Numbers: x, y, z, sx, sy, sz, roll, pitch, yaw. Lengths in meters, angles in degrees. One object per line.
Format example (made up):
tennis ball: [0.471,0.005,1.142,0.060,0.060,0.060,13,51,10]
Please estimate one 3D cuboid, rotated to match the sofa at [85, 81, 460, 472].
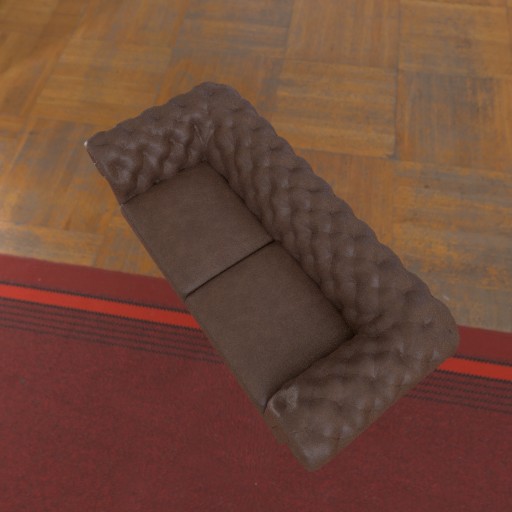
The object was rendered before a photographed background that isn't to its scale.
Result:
sofa: [0.000,0.000,2.471,0.955,0.784,2.048,-32,67,-15]
